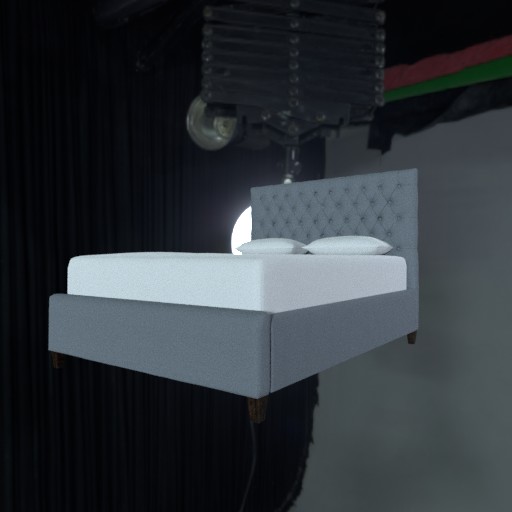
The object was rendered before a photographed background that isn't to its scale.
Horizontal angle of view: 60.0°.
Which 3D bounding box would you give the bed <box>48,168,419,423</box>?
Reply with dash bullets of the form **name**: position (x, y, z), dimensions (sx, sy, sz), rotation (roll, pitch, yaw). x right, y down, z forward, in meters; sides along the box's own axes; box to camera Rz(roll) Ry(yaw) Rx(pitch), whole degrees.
- **bed**: position (0.000, 0.000, 3.231), dimensions (1.698, 1.427, 2.231), rotation (0, 0, 36)
